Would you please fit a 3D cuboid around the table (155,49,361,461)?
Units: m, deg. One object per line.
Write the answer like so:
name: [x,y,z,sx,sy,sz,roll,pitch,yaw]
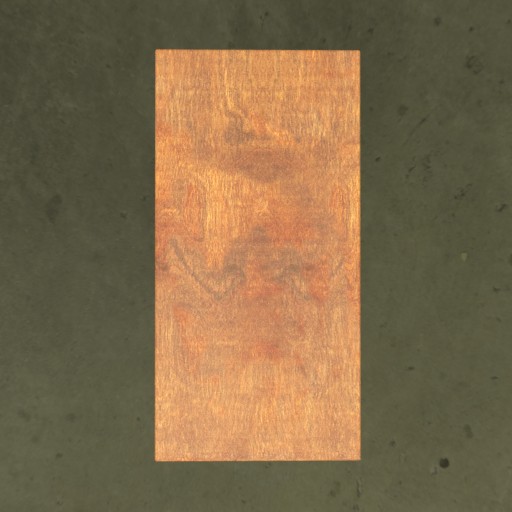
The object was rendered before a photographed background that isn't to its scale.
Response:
table: [0.000,0.000,0.961,0.305,0.610,0.610,0,90,-1]
